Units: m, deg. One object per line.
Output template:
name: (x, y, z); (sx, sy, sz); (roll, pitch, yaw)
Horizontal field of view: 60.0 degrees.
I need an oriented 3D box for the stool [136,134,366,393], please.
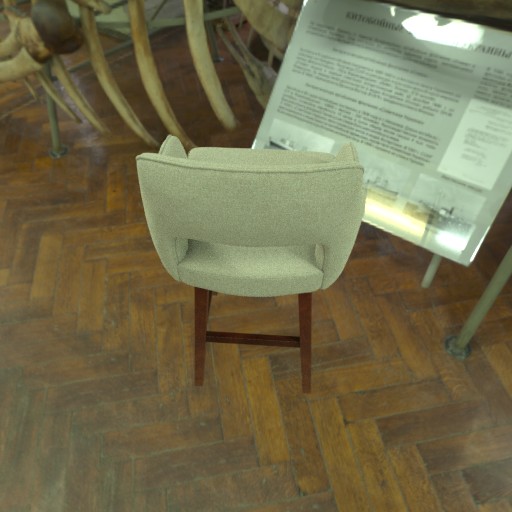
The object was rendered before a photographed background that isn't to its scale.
stool: (0.000, 0.000, 1.346); (0.550, 1.041, 0.560); (3, 48, 3)
